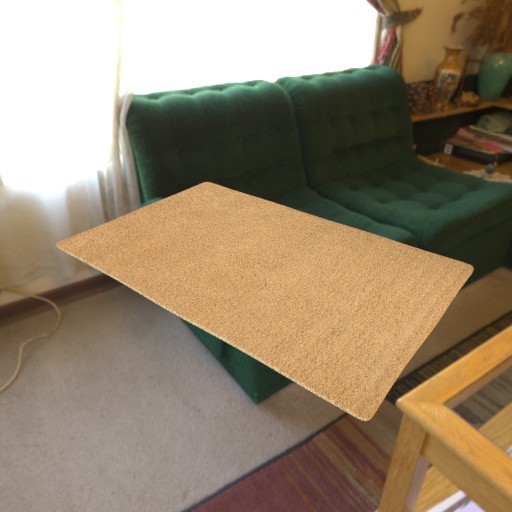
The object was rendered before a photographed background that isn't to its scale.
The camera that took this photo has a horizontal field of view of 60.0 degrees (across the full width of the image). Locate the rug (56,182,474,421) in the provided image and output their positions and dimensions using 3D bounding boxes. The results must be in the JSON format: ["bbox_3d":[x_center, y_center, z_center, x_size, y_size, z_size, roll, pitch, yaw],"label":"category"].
[{"bbox_3d":[0.000,0.000,2.921,2.349,0.025,1.500,22,37,32],"label":"rug"}]
